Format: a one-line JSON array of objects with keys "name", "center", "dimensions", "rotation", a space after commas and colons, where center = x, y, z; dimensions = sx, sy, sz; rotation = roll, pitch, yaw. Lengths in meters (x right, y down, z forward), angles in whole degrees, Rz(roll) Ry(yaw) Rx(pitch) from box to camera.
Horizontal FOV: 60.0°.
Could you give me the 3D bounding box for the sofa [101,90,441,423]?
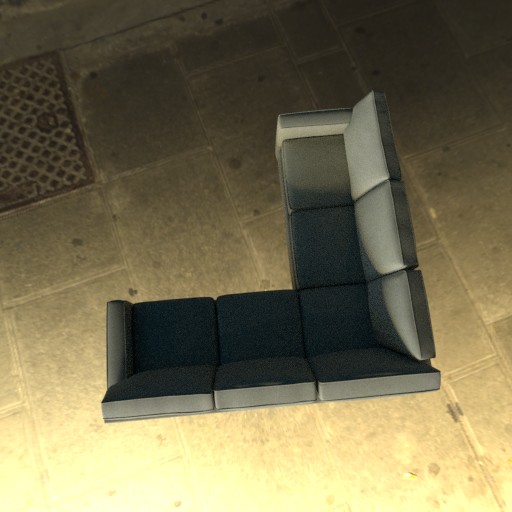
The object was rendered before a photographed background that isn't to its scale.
[{"name": "sofa", "center": [0.000, 0.000, 3.362], "dimensions": [2.211, 0.936, 2.188], "rotation": [-6, 76, -1]}]
